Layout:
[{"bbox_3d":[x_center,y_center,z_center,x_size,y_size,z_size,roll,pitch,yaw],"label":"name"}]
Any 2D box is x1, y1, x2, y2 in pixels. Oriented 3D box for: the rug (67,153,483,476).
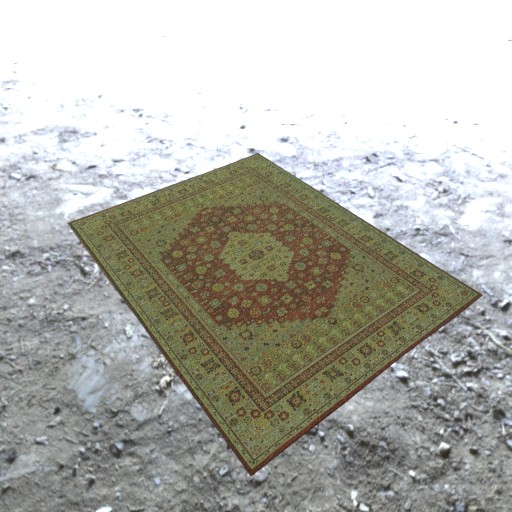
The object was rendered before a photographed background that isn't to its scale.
[{"bbox_3d":[0.000,0.000,4.019,2.387,0.013,3.053,-26,48,-27],"label":"rug"}]
